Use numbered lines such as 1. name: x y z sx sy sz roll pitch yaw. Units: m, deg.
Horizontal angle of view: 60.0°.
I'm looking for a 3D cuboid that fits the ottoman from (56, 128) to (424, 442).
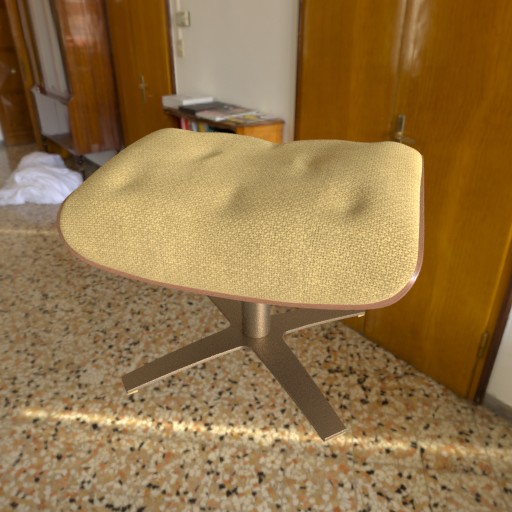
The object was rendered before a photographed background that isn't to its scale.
1. ottoman: 0.000 0.000 0.791 0.520 0.391 0.394 8 27 15
